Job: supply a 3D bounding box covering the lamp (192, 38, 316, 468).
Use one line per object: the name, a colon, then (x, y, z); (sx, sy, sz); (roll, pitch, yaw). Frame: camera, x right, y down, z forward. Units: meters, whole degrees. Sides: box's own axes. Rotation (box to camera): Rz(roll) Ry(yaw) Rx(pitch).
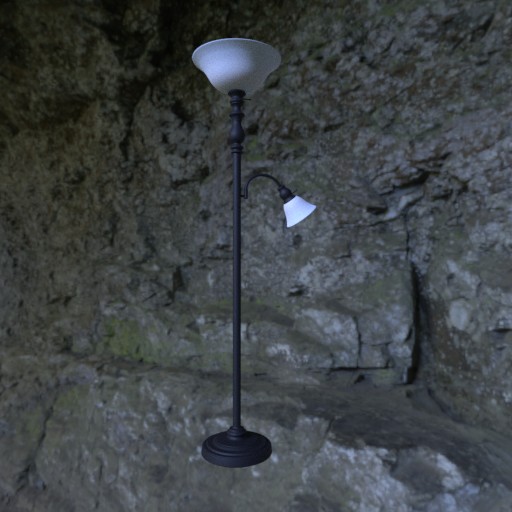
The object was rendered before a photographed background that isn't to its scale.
lamp: (0.000, 0.000, 2.051); (0.588, 1.793, 0.405); (0, -1, -17)
